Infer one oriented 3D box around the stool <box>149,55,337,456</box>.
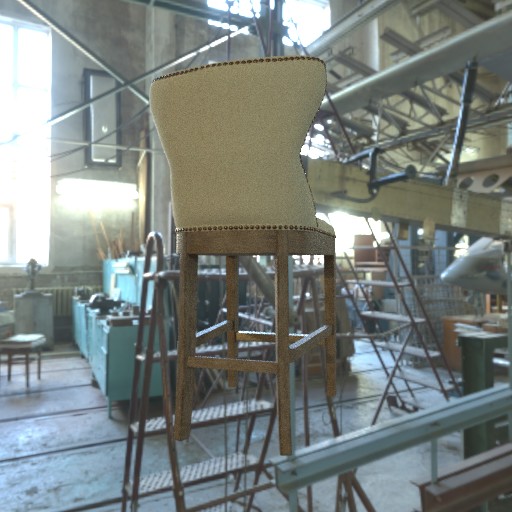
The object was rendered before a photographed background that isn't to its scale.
[{"bbox_3d":[0.000,0.000,1.356,0.498,0.981,0.608,0,-1,18],"label":"stool"}]
